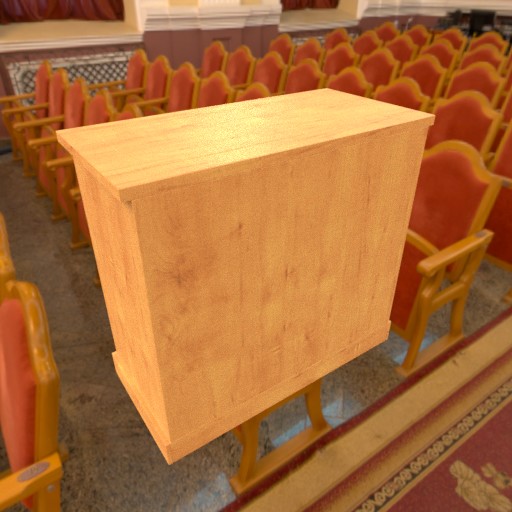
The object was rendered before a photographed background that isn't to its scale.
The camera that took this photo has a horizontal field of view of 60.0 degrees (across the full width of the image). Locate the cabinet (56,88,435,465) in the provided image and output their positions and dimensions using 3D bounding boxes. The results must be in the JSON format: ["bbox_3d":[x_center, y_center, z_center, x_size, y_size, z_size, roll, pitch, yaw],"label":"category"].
[{"bbox_3d":[0.000,0.000,1.406,0.920,0.840,0.450,-20,37,-29],"label":"cabinet"}]
